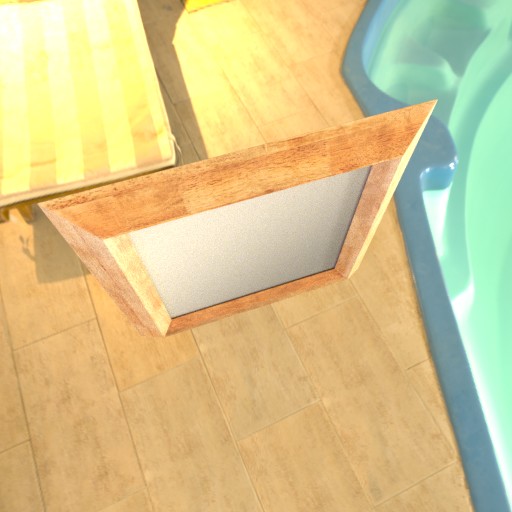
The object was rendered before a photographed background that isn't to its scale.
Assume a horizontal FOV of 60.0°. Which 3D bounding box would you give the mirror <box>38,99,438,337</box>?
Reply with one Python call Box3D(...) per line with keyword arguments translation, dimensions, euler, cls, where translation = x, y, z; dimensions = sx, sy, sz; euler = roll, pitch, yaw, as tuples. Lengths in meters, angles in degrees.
Box3D(translation=(0.000, 0.000, 0.966), dimensions=(0.651, 0.651, 0.047), euler=(-17, 64, -8), cls="mirror")
